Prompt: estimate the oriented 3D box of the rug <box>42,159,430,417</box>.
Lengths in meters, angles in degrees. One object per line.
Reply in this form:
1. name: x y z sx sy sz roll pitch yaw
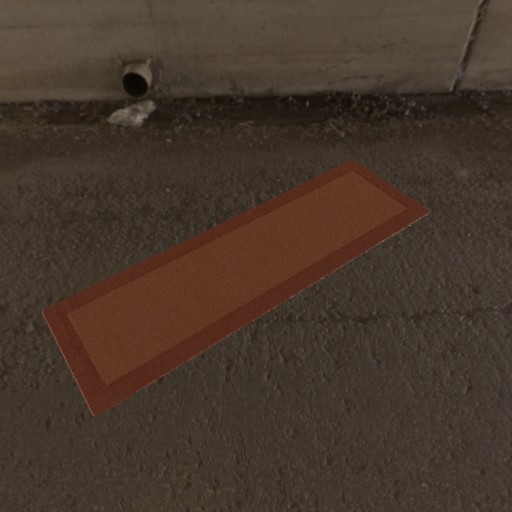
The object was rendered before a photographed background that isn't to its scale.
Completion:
1. rug: 0.000 0.000 2.756 2.471 0.013 0.914 -32 55 -26
